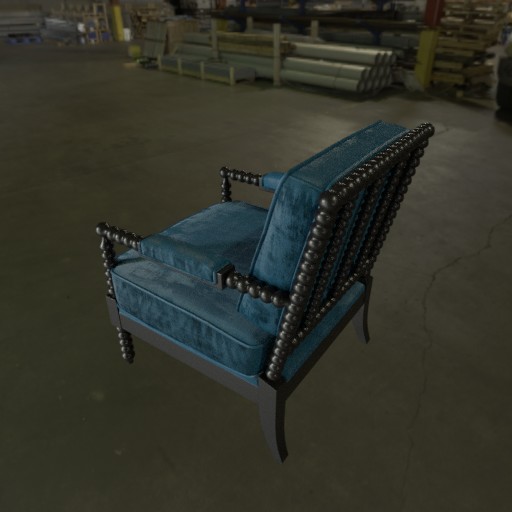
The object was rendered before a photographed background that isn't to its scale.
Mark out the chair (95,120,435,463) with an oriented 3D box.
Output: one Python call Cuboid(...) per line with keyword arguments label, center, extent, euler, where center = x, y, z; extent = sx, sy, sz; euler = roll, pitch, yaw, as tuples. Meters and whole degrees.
Cuboid(label="chair", center=(0.000, 0.000, 1.434), extent=(0.805, 0.857, 0.688), euler=(20, 36, 29))
